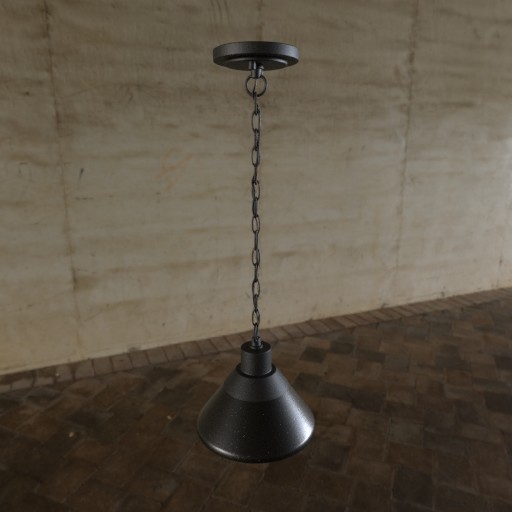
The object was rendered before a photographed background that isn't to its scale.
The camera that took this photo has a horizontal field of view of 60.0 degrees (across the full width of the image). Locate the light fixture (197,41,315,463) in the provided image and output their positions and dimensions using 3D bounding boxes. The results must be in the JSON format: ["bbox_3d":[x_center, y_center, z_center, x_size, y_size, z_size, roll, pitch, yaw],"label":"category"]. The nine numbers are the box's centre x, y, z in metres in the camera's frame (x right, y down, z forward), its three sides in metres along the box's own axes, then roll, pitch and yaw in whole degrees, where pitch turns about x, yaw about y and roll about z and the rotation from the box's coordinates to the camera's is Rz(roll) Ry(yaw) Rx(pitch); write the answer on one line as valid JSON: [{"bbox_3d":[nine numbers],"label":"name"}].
[{"bbox_3d":[0.000,0.000,0.688,0.201,0.588,0.201,2,14,9],"label":"light fixture"}]
